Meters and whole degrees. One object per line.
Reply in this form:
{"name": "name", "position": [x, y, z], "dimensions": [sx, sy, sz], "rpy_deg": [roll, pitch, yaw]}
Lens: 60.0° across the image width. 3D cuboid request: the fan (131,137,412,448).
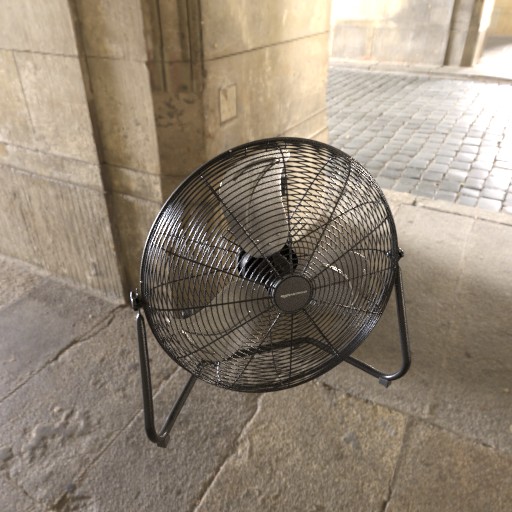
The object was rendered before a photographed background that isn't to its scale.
{"name": "fan", "position": [0.000, 0.000, 1.008], "dimensions": [0.595, 0.605, 0.470], "rpy_deg": [-10, 33, -15]}
